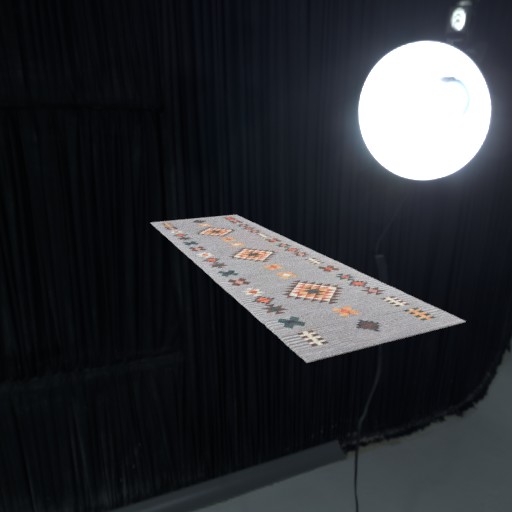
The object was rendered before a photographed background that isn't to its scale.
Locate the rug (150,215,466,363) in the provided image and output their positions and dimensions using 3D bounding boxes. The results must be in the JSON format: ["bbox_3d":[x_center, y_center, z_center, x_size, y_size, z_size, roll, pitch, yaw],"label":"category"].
[{"bbox_3d":[0.000,0.000,2.721,0.766,0.008,2.432,-8,18,-24],"label":"rug"}]
